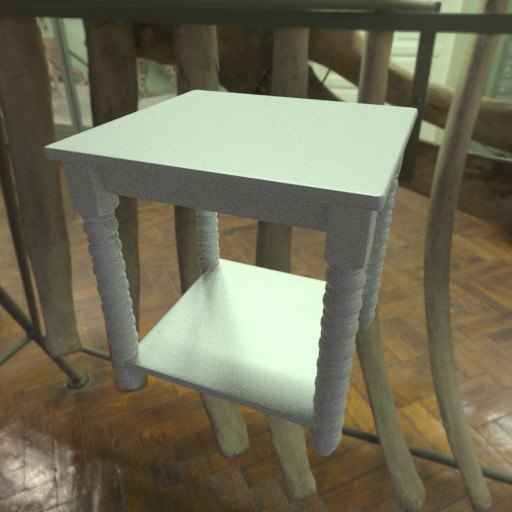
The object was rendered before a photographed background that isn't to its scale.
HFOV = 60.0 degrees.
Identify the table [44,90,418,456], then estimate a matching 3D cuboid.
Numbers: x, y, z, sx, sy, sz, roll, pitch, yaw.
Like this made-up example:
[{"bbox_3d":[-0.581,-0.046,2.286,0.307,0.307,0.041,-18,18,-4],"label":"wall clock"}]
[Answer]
[{"bbox_3d":[0.000,0.000,0.958,0.533,0.563,0.500,12,33,19],"label":"table"}]
